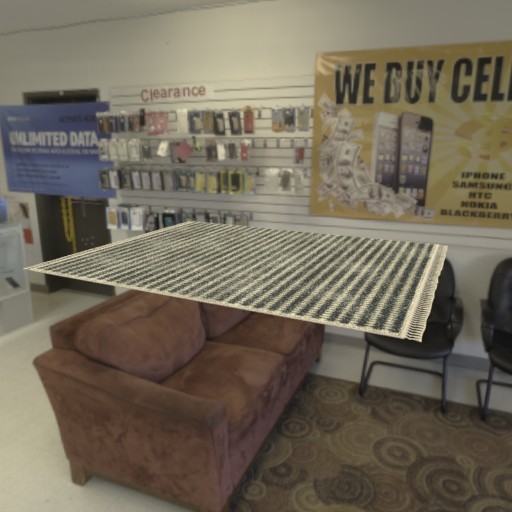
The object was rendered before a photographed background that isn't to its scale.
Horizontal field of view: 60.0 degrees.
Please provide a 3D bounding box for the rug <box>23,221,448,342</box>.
[{"bbox_3d":[0.000,0.000,3.779,2.910,0.013,2.256,7,16,25],"label":"rug"}]
